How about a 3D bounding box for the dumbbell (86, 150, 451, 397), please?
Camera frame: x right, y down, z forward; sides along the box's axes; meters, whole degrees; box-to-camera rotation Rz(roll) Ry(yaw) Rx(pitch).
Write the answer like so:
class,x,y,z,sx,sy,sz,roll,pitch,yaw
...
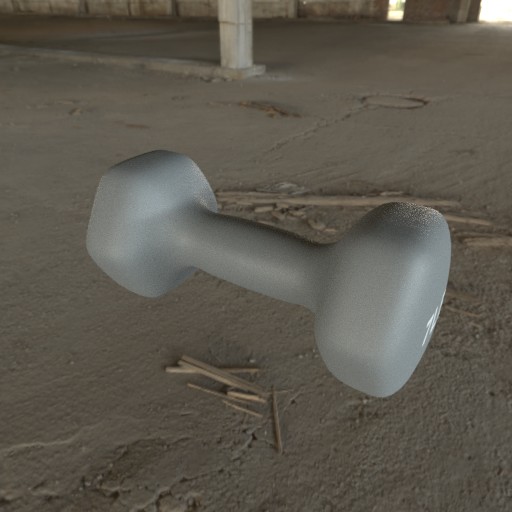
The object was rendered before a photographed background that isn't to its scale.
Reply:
class,x,y,z,sx,sy,sz,roll,pitch,yaw
dumbbell,0.000,0.000,0.233,0.184,0.081,0.090,18,35,28
